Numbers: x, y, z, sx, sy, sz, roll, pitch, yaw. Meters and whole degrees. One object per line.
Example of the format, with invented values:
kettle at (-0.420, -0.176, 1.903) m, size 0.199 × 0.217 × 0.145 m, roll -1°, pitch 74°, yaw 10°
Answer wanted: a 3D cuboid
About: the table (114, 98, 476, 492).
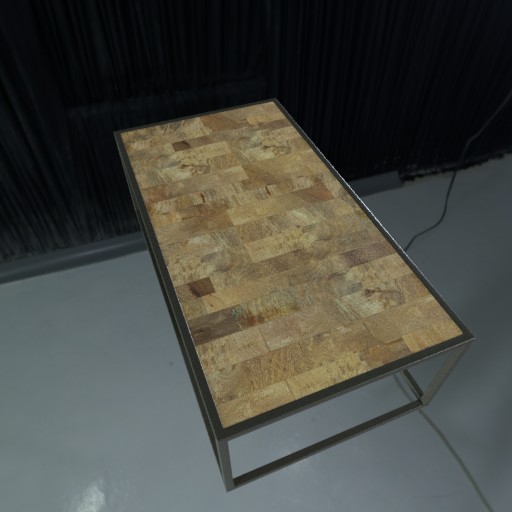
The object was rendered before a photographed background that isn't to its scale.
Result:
table at (0.000, 0.000, 1.491) m, size 0.649 × 0.398 × 1.199 m, roll -17°, pitch 51°, yaw -14°
